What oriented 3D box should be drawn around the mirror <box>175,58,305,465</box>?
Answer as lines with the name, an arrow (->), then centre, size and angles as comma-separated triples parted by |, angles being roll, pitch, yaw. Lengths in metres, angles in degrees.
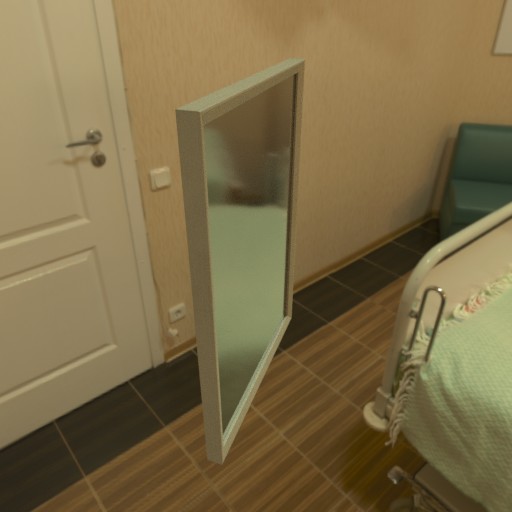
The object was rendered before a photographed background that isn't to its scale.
mirror -> 0.000, 0.000, 0.938 | 0.039, 0.710, 0.507 | 11, 33, 17
